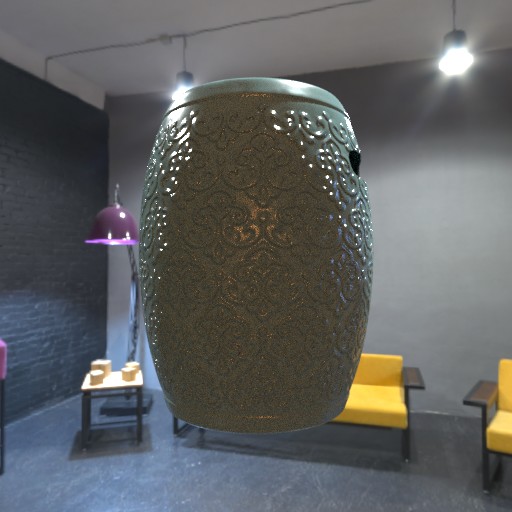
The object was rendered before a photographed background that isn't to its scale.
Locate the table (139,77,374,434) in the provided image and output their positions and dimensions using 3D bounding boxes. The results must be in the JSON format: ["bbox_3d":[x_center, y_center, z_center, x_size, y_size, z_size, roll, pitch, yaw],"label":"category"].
[{"bbox_3d":[0.000,0.000,0.603,0.309,0.397,0.309,0,-1,0],"label":"table"}]
